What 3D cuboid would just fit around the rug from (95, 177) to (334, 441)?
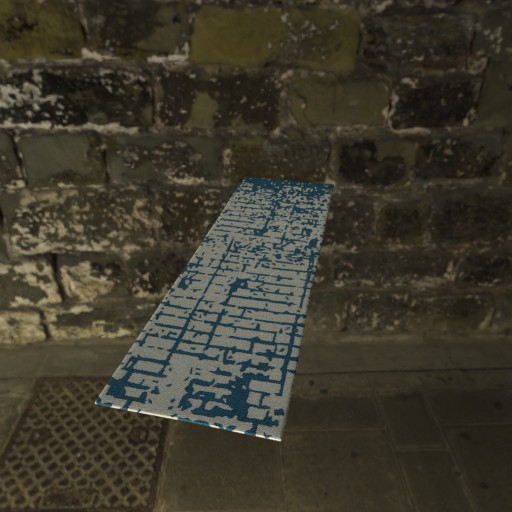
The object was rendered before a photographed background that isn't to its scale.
[{"bbox_3d":[0.000,0.000,2.685,0.750,0.011,2.435,7,33,11],"label":"rug"}]
